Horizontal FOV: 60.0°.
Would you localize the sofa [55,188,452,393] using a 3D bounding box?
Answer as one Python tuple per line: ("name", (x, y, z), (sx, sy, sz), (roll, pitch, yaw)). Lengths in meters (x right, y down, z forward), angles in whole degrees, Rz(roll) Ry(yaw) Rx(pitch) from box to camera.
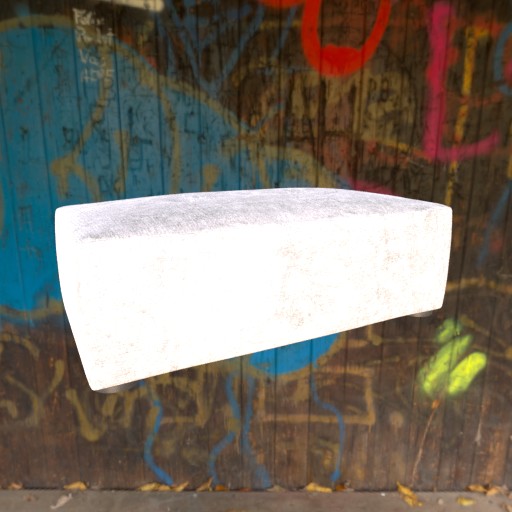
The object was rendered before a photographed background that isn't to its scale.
("sofa", (0.000, 0.000, 1.163), (0.930, 0.330, 0.480), (-7, 16, -27))
